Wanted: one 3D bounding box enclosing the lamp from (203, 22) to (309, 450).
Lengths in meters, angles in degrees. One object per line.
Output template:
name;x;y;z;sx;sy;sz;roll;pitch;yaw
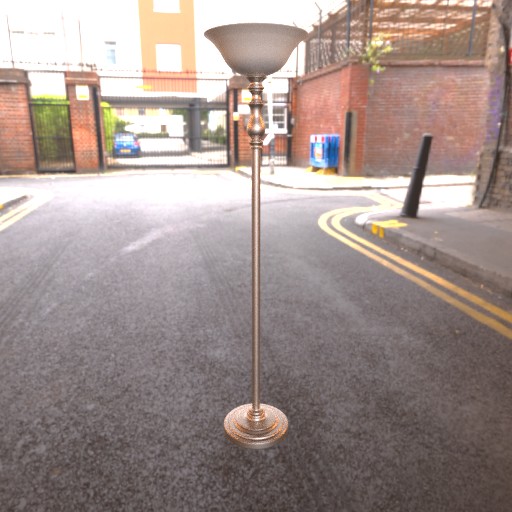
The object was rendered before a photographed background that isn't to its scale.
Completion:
lamp;0.000;0.000;1.947;0.405;1.771;0.405;8;17;26
